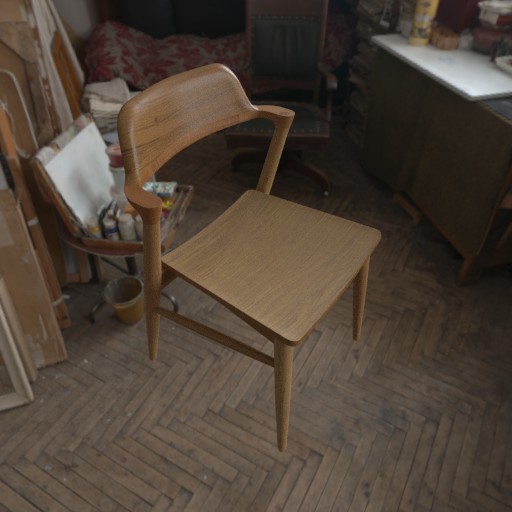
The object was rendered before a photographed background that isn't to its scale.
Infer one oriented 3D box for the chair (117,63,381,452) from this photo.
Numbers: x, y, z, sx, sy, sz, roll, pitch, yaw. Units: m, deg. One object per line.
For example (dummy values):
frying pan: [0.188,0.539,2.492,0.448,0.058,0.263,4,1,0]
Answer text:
chair: [0.000,0.000,1.129,0.499,0.792,0.512,26,48,25]
